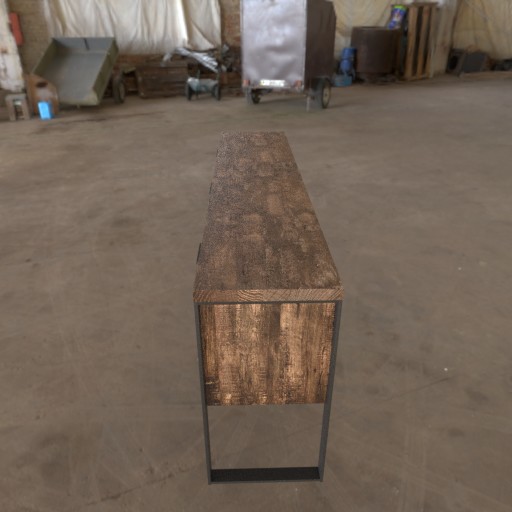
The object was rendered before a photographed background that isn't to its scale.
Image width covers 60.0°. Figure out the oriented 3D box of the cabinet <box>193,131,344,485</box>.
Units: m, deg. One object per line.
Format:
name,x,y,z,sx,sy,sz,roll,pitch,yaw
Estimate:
cabinet,0.000,0.000,2.088,0.395,0.762,1.800,-1,28,-1
